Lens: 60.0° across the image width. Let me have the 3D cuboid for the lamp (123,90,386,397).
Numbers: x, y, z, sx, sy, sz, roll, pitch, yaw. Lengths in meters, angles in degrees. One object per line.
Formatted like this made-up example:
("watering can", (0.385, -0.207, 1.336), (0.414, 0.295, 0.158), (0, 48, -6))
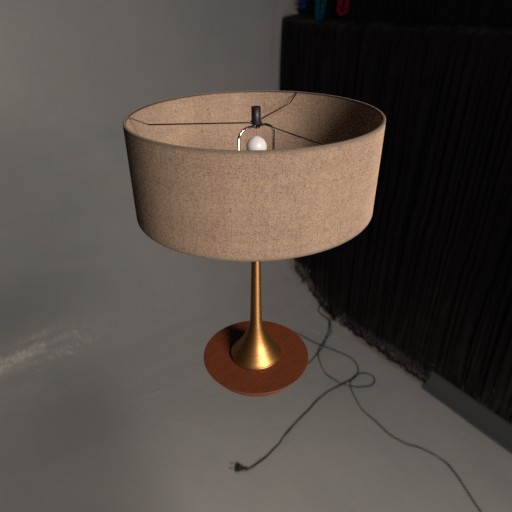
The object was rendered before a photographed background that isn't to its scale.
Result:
("lamp", (0.000, 0.000, 0.844), (0.417, 0.551, 0.396), (-21, 36, -31))
